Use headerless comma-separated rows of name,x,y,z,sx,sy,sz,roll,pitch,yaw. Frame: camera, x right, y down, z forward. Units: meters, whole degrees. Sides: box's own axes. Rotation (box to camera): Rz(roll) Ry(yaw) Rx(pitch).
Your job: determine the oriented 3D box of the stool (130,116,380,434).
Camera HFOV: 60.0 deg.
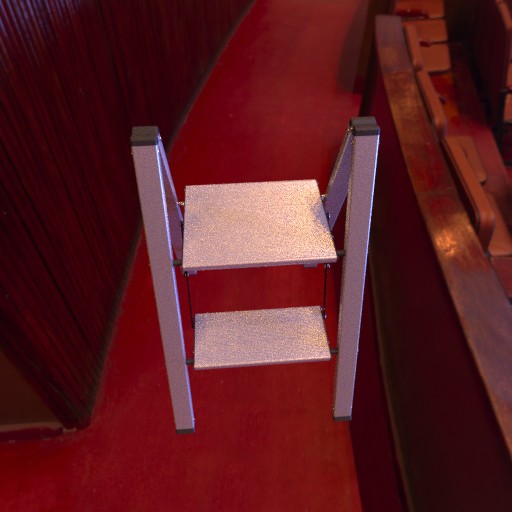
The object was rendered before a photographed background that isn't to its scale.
stool,0.000,0.000,1.026,0.440,0.670,0.535,-3,48,-3
